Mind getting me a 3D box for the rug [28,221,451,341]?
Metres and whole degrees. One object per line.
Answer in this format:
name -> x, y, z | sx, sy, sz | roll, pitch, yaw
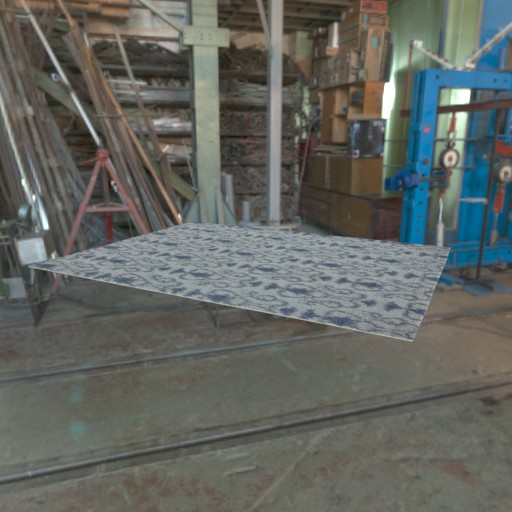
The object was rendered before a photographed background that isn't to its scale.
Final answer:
rug -> 0.000, 0.000, 4.169 | 3.205, 0.015, 2.437 | 8, 16, 26
